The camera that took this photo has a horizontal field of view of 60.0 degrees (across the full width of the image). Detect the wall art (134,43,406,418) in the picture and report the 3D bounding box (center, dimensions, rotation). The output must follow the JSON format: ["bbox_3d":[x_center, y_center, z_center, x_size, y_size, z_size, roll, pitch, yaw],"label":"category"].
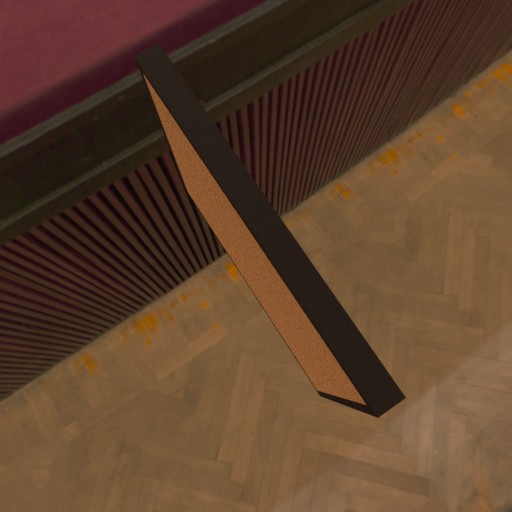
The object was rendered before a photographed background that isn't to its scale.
[{"bbox_3d":[0.000,0.000,0.550,0.028,0.325,0.397,-32,78,-8],"label":"wall art"}]
